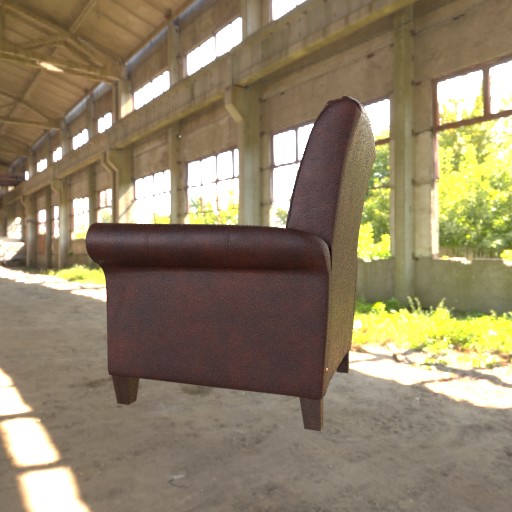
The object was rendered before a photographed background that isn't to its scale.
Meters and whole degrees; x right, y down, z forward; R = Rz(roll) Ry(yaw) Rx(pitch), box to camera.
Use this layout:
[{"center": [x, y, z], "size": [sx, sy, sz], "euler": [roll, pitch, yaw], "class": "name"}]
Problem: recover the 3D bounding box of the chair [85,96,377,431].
[{"center": [0.000, 0.000, 1.794], "size": [0.902, 1.061, 0.978], "euler": [0, 1, 19], "class": "chair"}]
